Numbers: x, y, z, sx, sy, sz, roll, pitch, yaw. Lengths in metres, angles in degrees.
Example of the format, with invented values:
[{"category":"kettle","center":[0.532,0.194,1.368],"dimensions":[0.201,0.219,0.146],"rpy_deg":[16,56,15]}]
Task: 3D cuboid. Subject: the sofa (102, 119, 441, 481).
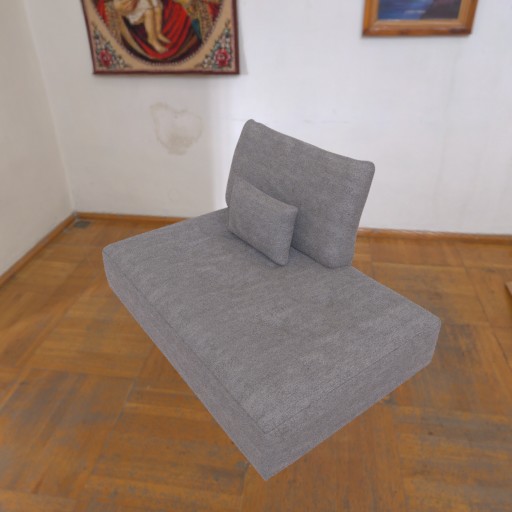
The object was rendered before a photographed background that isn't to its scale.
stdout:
[{"category":"sofa","center":[0.000,0.000,2.033],"dimensions":[1.002,0.820,1.450],"rpy_deg":[-21,38,-31]}]
